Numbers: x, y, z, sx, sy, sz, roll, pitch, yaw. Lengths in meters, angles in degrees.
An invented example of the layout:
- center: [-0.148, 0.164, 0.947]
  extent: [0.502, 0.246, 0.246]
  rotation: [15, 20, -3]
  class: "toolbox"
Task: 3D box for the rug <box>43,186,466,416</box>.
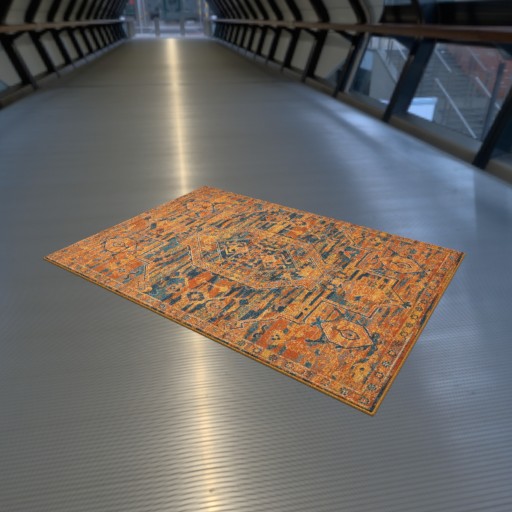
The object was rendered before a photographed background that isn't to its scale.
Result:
- center: [0.000, 0.000, 2.839]
  extent: [2.204, 0.024, 1.588]
  rotation: [19, 34, 30]
  class: "rug"
